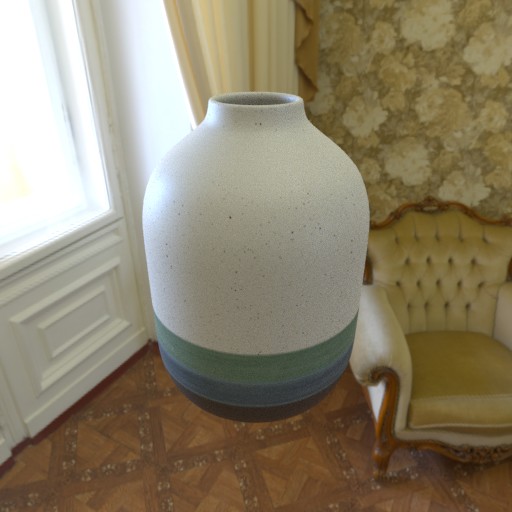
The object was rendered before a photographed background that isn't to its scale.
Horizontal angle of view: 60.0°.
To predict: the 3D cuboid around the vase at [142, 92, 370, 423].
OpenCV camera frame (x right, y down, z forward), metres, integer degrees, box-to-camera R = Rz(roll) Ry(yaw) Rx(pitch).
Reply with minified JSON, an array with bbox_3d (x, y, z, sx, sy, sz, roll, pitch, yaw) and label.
[{"bbox_3d":[0.000,0.000,0.354,0.169,0.240,0.169,0,28,0],"label":"vase"}]
